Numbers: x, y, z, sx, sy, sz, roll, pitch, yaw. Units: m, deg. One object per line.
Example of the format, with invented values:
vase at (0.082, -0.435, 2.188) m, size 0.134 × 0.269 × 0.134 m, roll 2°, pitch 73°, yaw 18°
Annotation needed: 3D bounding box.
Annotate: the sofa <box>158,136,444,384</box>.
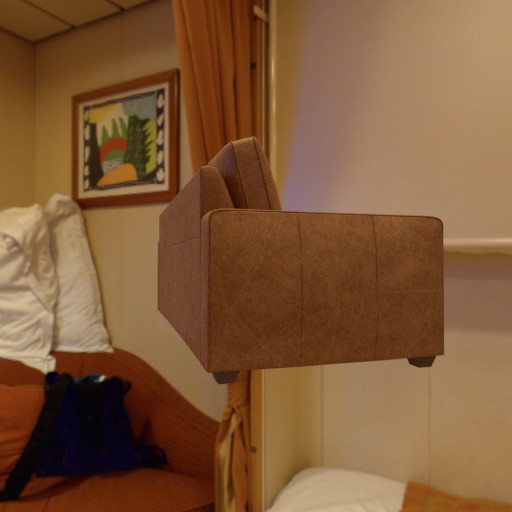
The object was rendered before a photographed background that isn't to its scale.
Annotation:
sofa at (0.000, 0.000, 2.654) m, size 0.991 × 0.928 × 2.156 m, roll 0°, pitch -1°, yaw -17°
